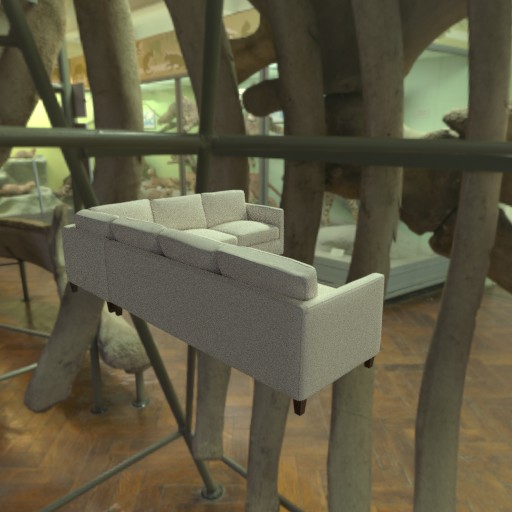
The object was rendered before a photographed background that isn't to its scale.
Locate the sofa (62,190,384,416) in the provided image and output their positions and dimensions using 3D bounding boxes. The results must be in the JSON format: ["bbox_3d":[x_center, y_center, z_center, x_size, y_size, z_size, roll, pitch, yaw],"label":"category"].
[{"bbox_3d":[0.000,0.000,4.498,3.302,0.947,2.593,14,21,43],"label":"sofa"}]
